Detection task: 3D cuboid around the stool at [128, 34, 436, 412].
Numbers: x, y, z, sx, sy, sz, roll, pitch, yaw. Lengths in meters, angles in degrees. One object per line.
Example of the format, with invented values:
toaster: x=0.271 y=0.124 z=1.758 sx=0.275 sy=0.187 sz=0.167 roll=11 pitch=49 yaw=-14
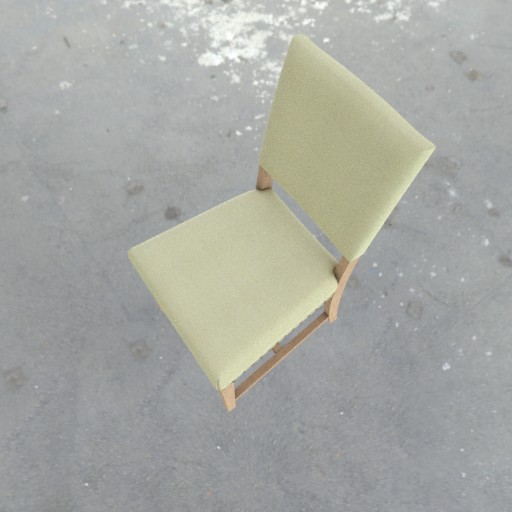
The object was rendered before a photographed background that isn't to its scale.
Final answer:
stool: x=0.000 y=0.000 z=1.330 sx=0.623 sy=0.986 sz=0.508 roll=-33 pitch=67 yaw=-16
